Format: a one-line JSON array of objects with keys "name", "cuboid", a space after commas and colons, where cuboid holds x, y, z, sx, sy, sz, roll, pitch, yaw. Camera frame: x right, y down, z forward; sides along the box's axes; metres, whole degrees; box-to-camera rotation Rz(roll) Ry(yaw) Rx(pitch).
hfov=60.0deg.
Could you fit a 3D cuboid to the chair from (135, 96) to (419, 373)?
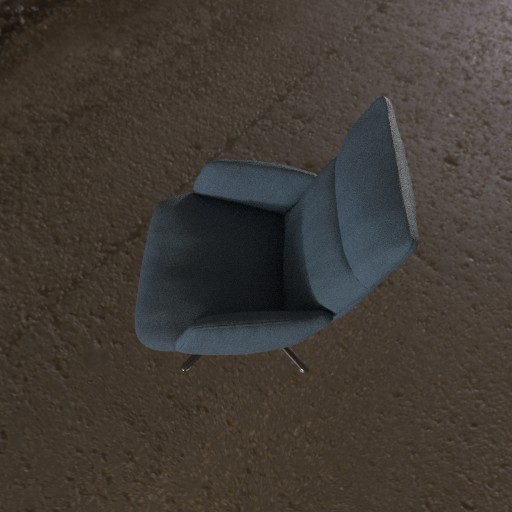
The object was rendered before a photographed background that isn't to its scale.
[{"name": "chair", "cuboid": [0.000, 0.000, 1.620, 0.889, 1.016, 0.711, 1, 59, 0]}]
